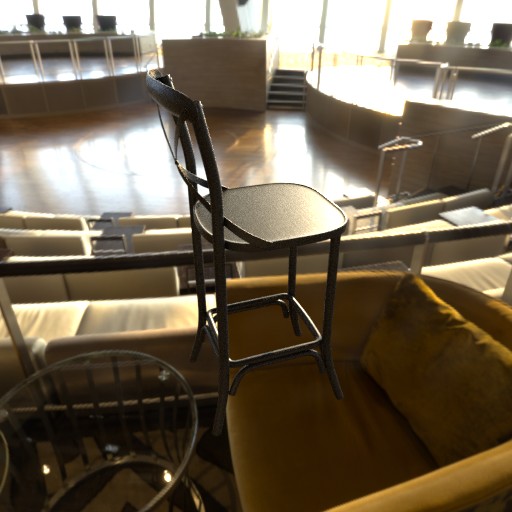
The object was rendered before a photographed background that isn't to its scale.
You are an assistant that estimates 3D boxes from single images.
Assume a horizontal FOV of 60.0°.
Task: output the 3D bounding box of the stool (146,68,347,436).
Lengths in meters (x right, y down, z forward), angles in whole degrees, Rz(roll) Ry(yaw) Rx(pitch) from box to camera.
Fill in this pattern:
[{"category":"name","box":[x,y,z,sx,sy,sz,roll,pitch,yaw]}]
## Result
[{"category":"stool","box":[0.000,0.000,1.496,0.584,1.168,0.457,-10,32,-17]}]
